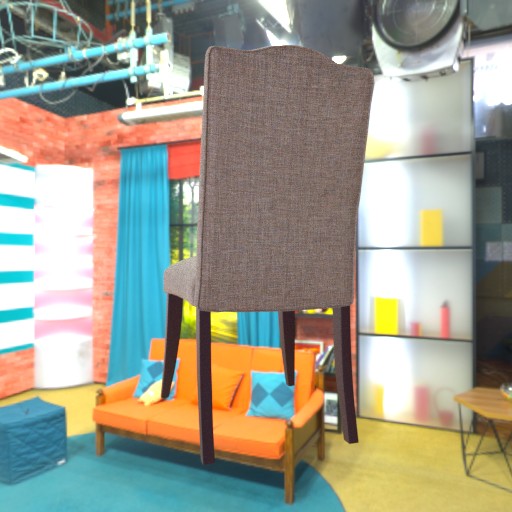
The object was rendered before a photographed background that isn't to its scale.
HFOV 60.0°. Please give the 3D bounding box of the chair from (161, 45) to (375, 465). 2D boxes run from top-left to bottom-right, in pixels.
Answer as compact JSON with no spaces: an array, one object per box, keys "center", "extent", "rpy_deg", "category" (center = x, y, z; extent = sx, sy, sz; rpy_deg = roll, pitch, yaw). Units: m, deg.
[{"center":[0.000,0.000,1.368],"extent":[0.513,1.016,0.660],"rpy_deg":[0,0,-18],"category":"chair"}]
